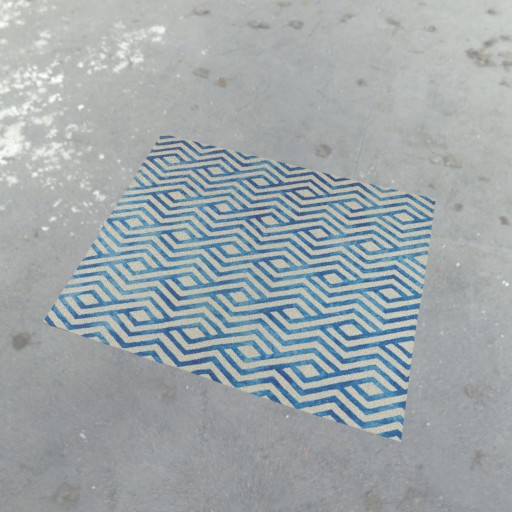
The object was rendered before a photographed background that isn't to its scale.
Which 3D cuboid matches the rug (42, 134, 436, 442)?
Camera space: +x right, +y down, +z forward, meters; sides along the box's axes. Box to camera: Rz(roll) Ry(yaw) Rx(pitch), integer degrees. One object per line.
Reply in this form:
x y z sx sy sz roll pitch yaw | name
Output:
0.000 0.000 4.159 3.059 0.008 2.453 16 59 10 | rug
